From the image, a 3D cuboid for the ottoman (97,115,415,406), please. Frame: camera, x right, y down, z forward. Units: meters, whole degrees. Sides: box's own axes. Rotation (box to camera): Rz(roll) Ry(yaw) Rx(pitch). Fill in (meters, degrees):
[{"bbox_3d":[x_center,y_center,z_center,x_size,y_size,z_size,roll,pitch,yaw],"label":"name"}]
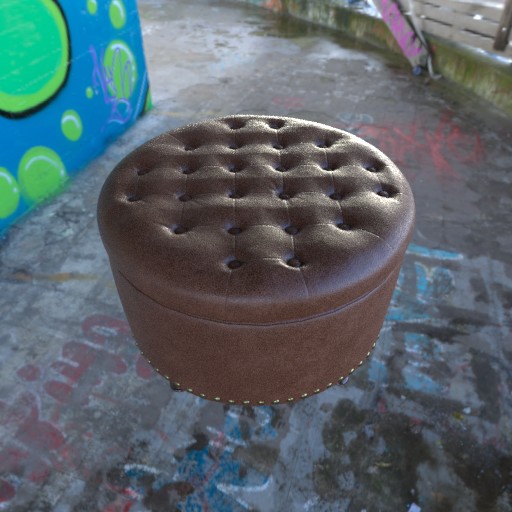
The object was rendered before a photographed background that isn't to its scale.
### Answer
[{"bbox_3d":[0.000,0.000,1.038,0.637,0.442,0.637,0,42,0],"label":"ottoman"}]
